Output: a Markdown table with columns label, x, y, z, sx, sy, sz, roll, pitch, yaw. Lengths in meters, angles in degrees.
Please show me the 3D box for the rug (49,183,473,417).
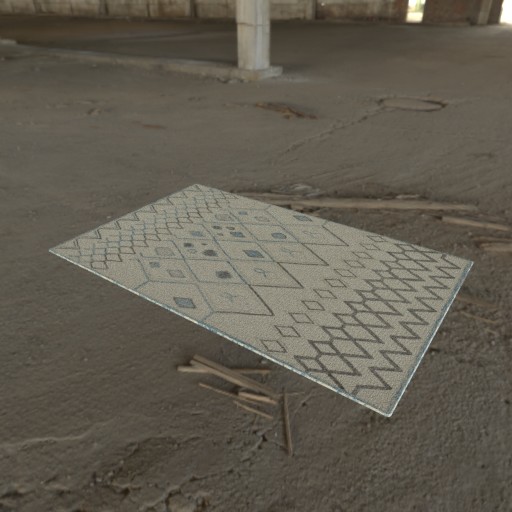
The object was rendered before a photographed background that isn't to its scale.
| label | x | y | z | sx | sy | sz | roll | pitch | yaw |
| --- | --- | --- | --- | --- | --- | --- | --- | --- | --- |
| rug | 0.000 | 0.000 | 2.989 | 2.439 | 0.015 | 1.524 | 20 | 36 | 30 |
